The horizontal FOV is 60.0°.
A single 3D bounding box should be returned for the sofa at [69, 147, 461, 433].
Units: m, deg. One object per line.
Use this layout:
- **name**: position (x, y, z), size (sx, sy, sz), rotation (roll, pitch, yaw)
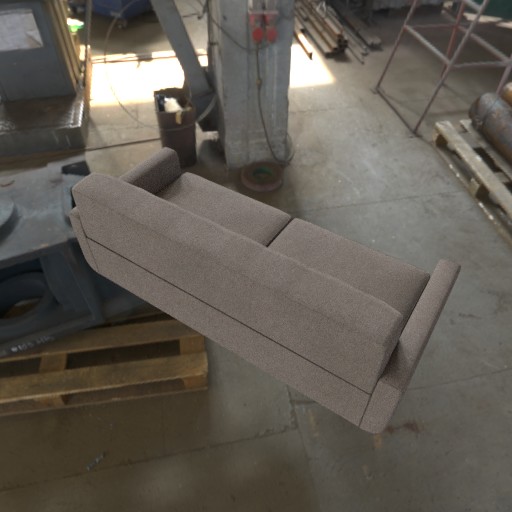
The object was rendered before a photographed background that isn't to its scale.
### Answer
- **sofa**: position (0.000, 0.000, 2.551), size (2.029, 0.841, 0.909), rotation (25, 51, 23)
